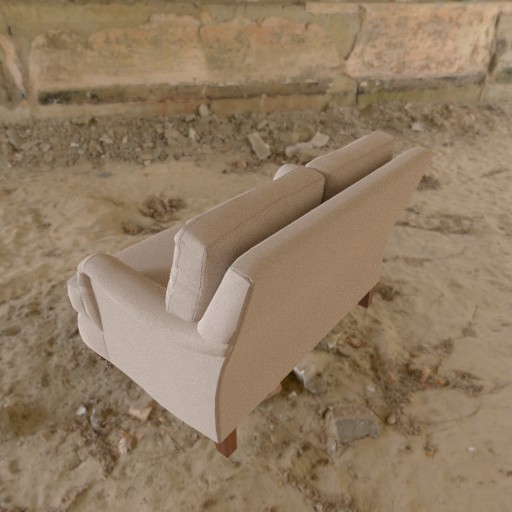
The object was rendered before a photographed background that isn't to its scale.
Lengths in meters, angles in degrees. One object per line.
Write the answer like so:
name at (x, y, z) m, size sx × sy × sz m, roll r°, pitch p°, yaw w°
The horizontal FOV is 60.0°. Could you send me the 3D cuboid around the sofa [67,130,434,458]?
sofa at (0.000, 0.000, 2.181) m, size 1.087 × 1.048 × 1.508 m, roll 22°, pitch 37°, yaw 32°
